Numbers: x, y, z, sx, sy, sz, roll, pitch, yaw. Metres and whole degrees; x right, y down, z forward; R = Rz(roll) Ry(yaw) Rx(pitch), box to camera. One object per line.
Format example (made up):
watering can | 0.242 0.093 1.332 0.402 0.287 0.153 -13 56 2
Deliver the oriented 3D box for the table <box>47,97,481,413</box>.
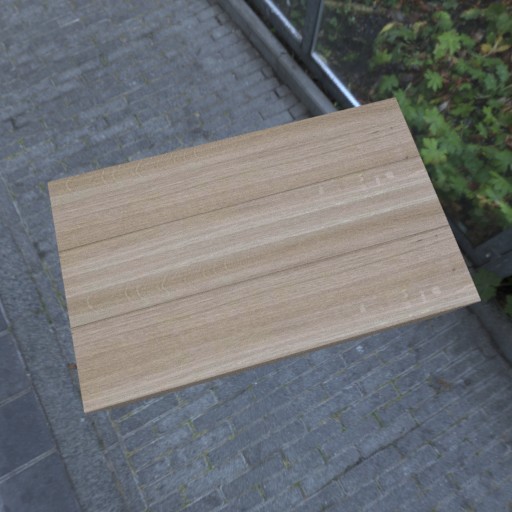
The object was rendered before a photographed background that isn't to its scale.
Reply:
table | 0.000 0.000 1.446 1.110 0.353 0.678 -15 75 -4
